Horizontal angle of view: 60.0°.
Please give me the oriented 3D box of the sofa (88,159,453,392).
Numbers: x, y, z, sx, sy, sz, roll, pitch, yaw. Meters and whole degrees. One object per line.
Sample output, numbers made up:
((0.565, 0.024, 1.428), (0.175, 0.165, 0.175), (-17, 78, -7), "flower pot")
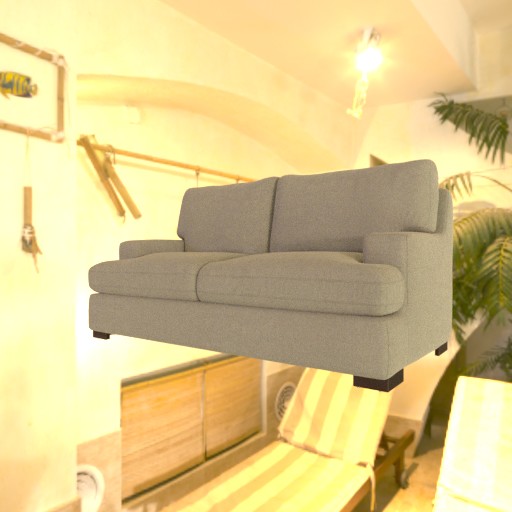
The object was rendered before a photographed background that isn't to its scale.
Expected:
((0.000, 0.000, 2.449), (1.855, 0.980, 0.962), (0, 0, 36), "sofa")
